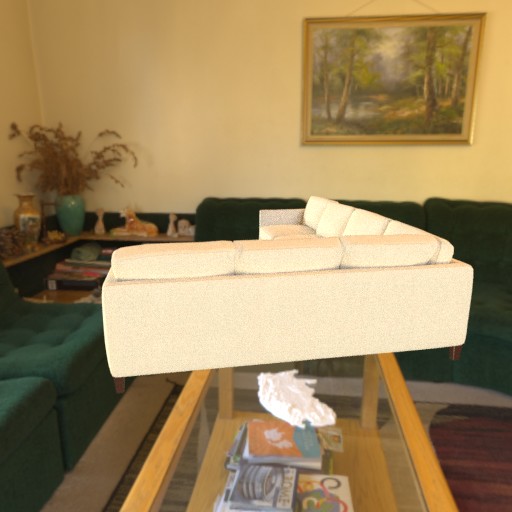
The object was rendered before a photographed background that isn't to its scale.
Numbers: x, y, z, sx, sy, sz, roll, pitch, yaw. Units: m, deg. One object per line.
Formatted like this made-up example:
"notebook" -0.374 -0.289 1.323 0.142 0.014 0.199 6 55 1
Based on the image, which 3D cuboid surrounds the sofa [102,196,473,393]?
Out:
"sofa" 0.000 0.000 4.531 2.593 0.947 3.302 -3 14 -11
